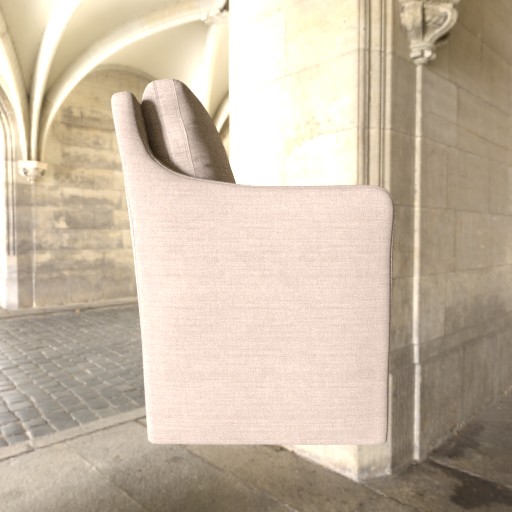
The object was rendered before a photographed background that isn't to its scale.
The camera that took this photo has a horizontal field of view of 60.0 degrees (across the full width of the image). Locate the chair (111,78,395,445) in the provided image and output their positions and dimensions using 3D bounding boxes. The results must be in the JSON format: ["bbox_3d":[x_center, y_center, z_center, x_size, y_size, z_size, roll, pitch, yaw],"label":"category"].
[{"bbox_3d":[0.000,0.000,1.355,0.694,0.914,0.626,0,2,0],"label":"chair"}]
